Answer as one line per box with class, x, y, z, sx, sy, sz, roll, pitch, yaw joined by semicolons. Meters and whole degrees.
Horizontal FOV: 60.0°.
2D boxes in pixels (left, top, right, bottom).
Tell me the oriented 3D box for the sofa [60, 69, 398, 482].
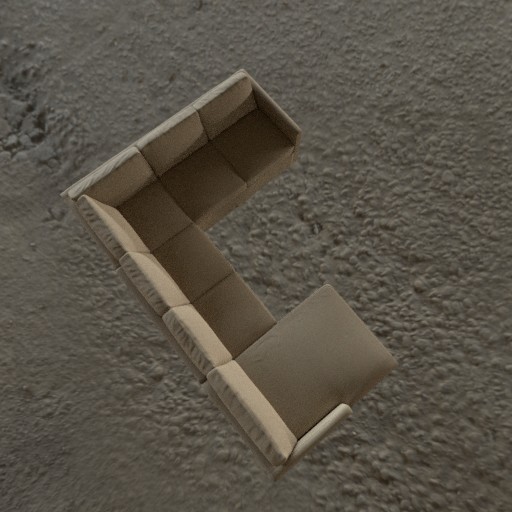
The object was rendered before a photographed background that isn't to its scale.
sofa;0.000;0.000;4.626;2.476;0.878;3.528;-38;78;-10
